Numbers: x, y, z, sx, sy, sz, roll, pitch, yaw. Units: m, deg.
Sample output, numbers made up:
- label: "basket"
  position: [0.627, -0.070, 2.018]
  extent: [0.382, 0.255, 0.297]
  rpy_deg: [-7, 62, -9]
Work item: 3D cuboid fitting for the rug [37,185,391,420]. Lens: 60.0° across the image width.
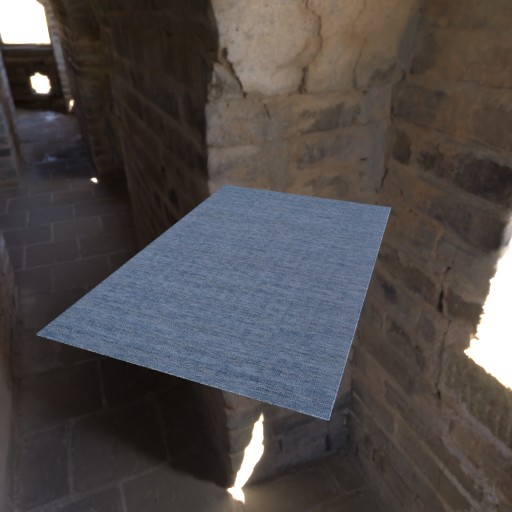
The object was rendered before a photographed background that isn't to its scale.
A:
- label: "rug"
  position: [0.000, 0.000, 2.243]
  extent: [1.142, 0.006, 1.752]
  rpy_deg: [11, 31, 18]
